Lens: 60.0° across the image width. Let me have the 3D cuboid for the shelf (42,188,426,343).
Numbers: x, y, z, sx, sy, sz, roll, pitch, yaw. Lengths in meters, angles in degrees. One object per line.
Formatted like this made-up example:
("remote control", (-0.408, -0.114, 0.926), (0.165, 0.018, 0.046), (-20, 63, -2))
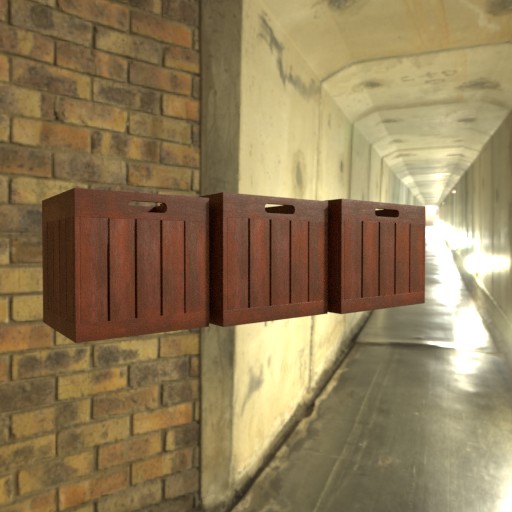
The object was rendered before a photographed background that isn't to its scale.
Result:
("shelf", (0.000, 0.000, 1.265), (1.064, 0.311, 0.393), (-1, 1, -37))
